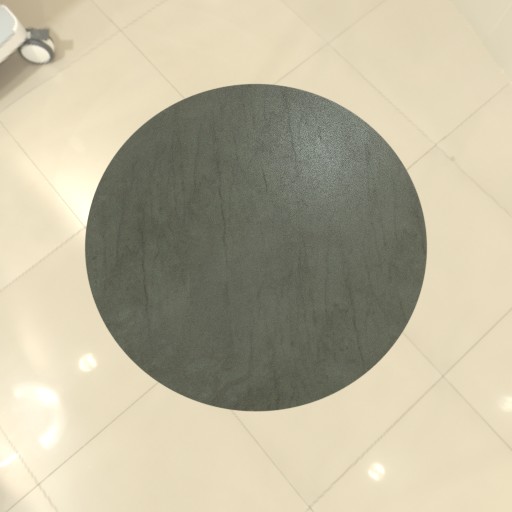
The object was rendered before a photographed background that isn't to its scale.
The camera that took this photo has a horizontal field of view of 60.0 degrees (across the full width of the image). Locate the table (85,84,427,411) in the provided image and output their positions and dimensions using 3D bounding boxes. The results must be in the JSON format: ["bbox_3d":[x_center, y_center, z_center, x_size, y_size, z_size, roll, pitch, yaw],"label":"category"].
[{"bbox_3d":[0.000,0.000,1.259,0.800,0.450,0.800,0,75,0],"label":"table"}]
